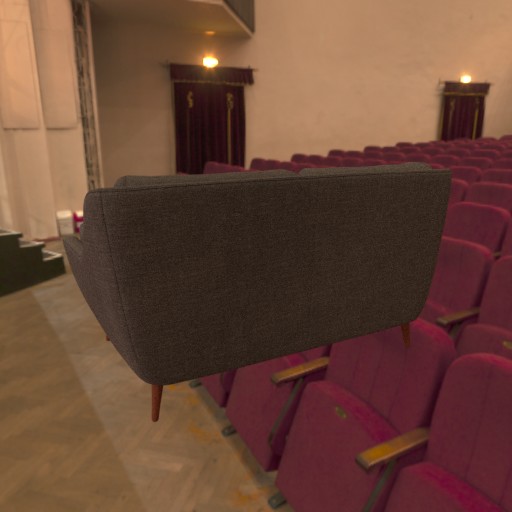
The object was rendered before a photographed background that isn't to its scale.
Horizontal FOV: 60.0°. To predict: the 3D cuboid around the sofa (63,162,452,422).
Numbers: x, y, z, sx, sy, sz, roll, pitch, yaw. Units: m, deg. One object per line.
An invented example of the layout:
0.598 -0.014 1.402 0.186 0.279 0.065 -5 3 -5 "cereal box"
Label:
0.000 0.000 2.138 1.646 0.887 0.976 -8 18 -26 "sofa"
